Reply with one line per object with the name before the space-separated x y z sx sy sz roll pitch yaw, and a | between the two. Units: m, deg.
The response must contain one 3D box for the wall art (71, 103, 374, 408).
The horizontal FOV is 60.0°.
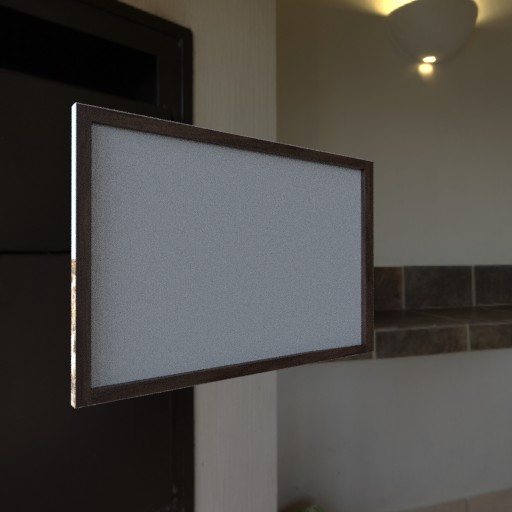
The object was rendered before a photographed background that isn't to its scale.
wall art | 0.000 0.000 1.938 1.520 1.016 0.051 0 0 -36
